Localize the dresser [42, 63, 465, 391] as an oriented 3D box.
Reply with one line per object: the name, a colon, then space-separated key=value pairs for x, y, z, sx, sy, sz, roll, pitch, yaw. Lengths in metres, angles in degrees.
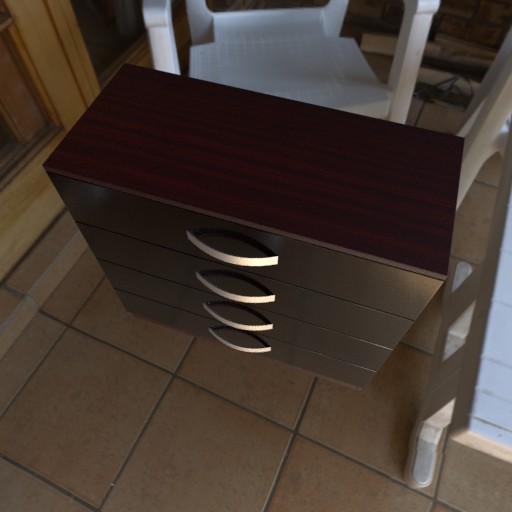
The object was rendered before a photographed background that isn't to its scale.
dresser: x=0.000 y=0.000 z=1.153 sx=0.750 sy=0.720 sz=0.360 roll=16 pitch=59 yaw=10
